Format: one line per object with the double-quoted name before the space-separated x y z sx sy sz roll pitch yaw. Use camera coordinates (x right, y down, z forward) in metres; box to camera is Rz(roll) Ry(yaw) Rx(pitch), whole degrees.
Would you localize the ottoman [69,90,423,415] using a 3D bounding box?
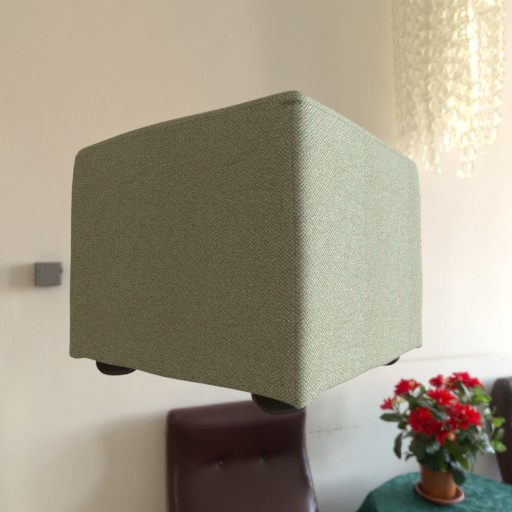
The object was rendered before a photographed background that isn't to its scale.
"ottoman" 0.000 0.000 0.886 0.512 0.453 0.521 -1 -2 37
